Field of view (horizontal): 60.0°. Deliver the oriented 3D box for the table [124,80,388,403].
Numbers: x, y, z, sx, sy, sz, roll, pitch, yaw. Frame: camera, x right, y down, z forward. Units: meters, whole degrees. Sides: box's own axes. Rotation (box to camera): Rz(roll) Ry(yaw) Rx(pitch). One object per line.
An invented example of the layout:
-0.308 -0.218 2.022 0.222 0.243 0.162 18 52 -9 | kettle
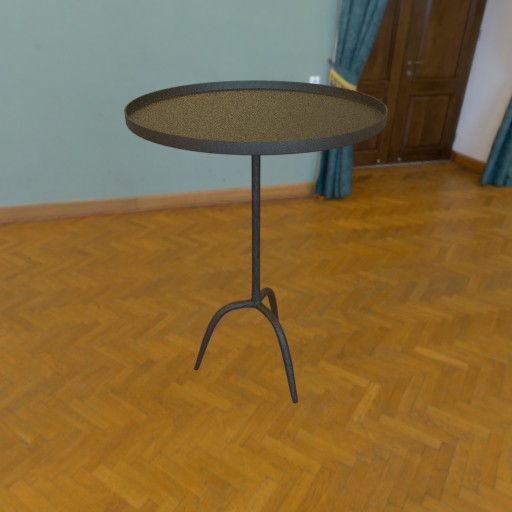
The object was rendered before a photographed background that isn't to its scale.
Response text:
0.000 0.000 1.051 0.502 0.700 0.502 -7 32 -11 | table
